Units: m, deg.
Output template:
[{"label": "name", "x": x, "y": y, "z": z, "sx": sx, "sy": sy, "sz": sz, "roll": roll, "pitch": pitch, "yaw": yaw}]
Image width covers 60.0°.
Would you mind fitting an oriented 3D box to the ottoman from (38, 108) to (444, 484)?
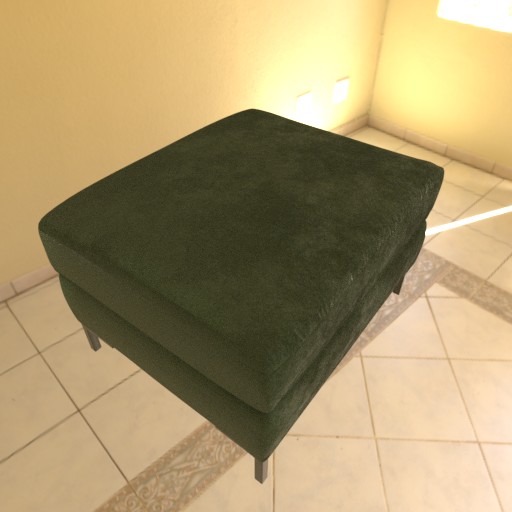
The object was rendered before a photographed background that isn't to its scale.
[{"label": "ottoman", "x": 0.000, "y": 0.000, "z": 1.262, "sx": 0.701, "sy": 0.538, "sz": 0.839, "roll": 27, "pitch": 48, "yaw": 27}]
